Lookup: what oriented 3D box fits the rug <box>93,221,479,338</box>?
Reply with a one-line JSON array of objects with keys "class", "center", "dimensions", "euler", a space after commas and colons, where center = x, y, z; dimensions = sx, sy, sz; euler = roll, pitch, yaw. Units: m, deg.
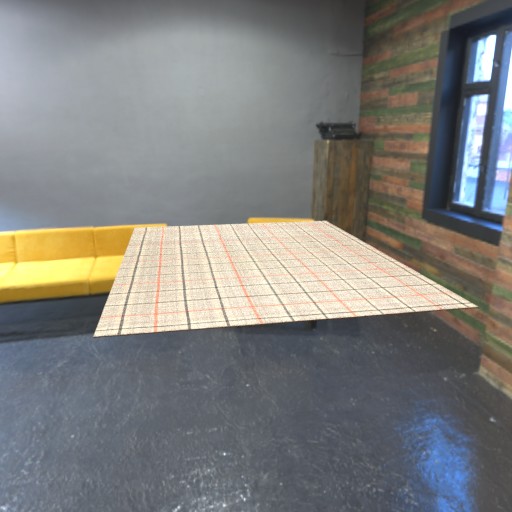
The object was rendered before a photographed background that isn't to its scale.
[{"class": "rug", "center": [0.000, 0.000, 4.165], "dimensions": [2.444, 0.012, 3.048], "euler": [-3, 16, -10]}]
